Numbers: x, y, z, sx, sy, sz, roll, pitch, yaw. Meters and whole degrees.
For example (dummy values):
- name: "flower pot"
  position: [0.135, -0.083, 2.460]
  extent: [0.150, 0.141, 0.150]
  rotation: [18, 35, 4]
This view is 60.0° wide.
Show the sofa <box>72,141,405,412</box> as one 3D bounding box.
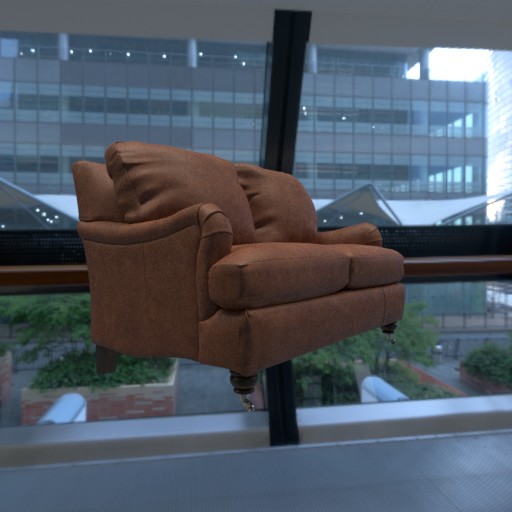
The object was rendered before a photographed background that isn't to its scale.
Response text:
- name: "sofa"
  position: [0.000, 0.000, 2.264]
  extent: [1.077, 1.004, 1.527]
  rotation: [1, 1, 37]
